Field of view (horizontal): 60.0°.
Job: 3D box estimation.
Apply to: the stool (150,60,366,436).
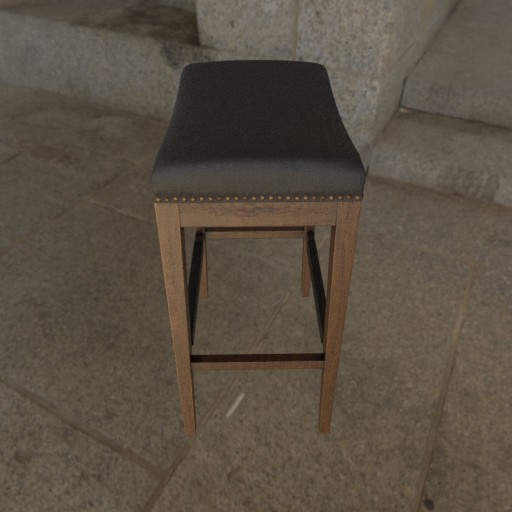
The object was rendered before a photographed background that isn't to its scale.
[{"bbox_3d":[0.000,0.000,1.052,0.361,0.765,0.500,-1,41,-1],"label":"stool"}]
